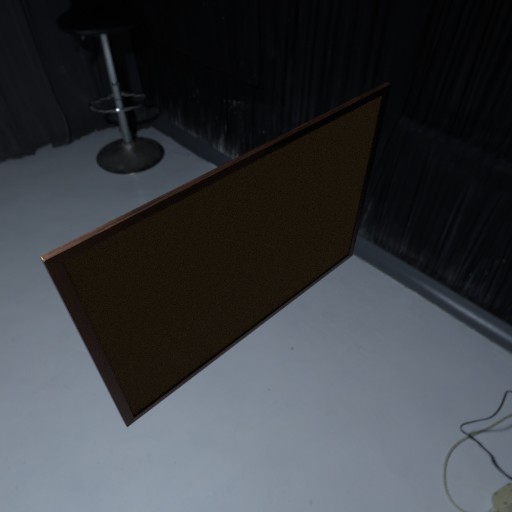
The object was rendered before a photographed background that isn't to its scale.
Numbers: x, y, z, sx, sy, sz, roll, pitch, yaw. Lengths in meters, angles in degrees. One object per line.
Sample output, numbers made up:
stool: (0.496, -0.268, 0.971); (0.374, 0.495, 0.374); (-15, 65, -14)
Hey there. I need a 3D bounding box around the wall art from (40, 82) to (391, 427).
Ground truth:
wall art: (0.000, 0.000, 1.015); (0.816, 0.559, 0.014); (-33, 55, -28)
